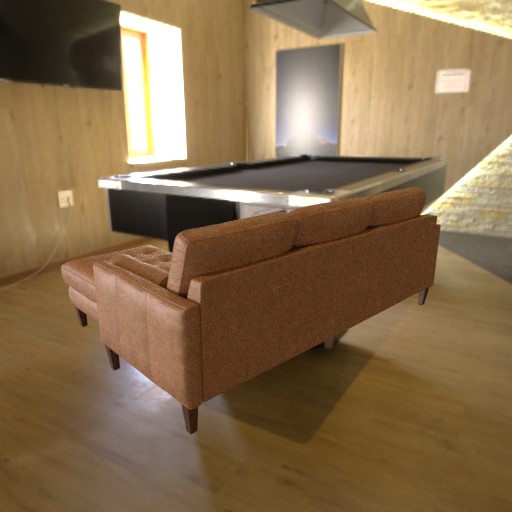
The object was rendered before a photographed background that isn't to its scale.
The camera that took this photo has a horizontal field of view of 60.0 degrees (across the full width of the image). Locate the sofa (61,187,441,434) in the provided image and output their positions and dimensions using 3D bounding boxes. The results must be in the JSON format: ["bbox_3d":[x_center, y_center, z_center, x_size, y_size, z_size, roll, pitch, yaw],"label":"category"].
[{"bbox_3d":[0.000,0.000,2.962,2.178,0.876,1.506,-15,22,-41],"label":"sofa"}]
